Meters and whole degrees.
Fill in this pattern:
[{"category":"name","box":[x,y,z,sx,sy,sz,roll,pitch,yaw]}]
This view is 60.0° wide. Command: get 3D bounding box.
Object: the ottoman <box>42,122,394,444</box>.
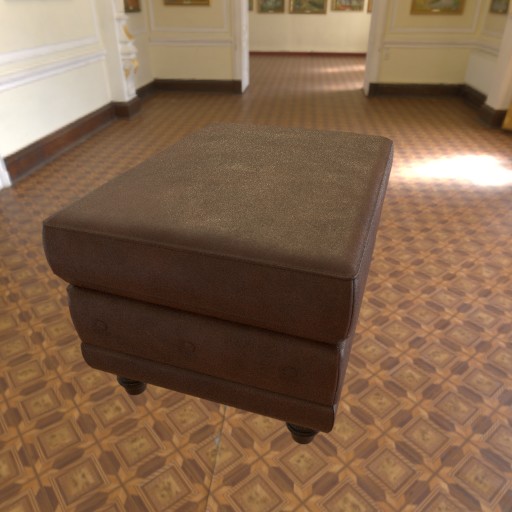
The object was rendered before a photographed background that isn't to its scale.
[{"category":"ottoman","box":[0.000,0.000,1.155,0.588,0.509,0.795,10,32,16]}]
